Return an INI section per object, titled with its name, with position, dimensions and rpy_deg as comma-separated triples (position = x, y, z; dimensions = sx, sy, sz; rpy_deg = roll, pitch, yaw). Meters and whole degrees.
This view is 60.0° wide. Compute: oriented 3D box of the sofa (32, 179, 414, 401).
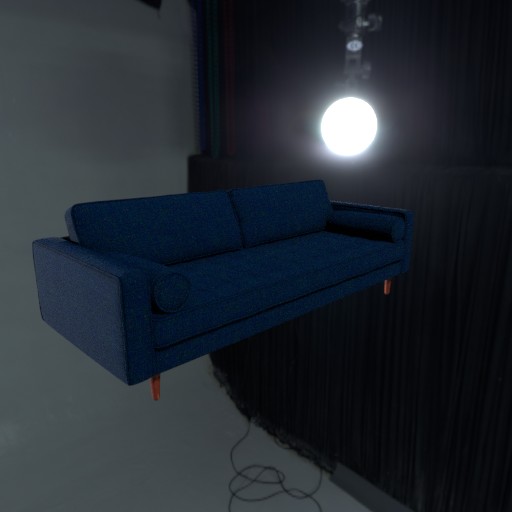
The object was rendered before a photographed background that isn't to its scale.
[sofa]
position = 0.000, 0.000, 2.643
dimensions = 2.210, 0.762, 0.914
rpy_deg = -14, 20, -43
